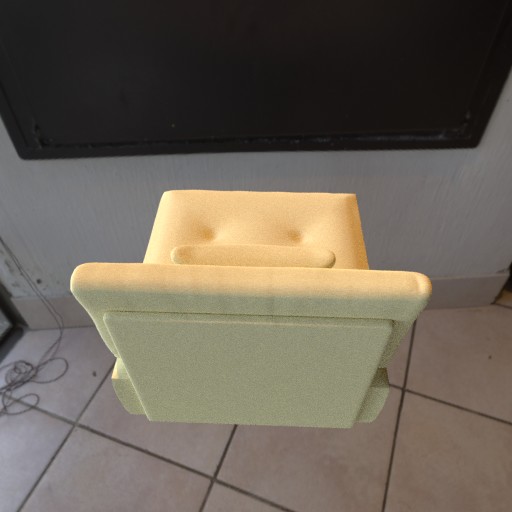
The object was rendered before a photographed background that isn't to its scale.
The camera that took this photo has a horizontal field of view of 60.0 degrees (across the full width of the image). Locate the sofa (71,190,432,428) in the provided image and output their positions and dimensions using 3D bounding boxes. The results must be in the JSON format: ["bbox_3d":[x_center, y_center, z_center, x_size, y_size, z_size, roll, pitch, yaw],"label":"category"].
[{"bbox_3d":[0.000,0.000,1.687,0.930,0.820,1.000,2,48,1],"label":"sofa"}]
